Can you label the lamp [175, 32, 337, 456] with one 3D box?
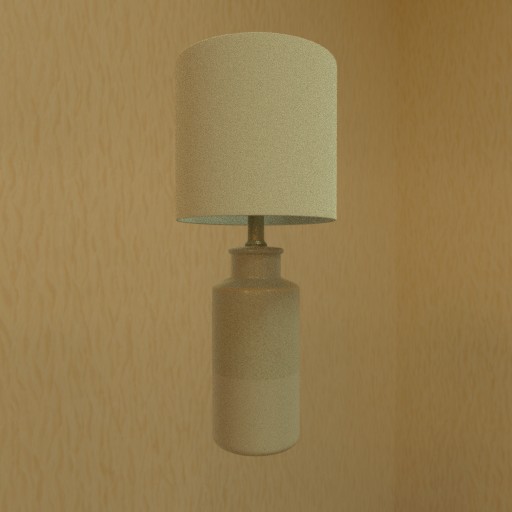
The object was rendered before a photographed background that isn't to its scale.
[{"bbox_3d":[0.000,0.000,0.594,0.212,0.493,0.212,0,1,18],"label":"lamp"}]
